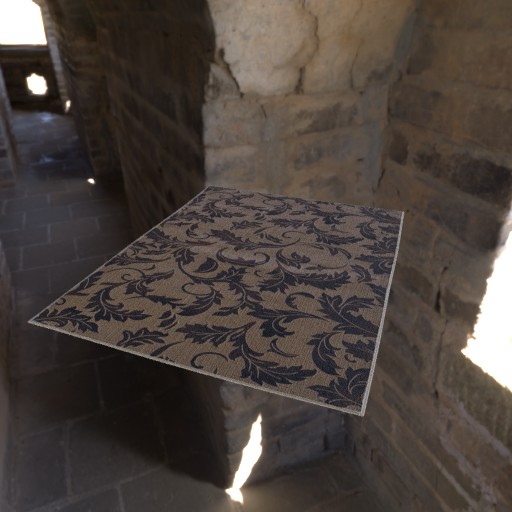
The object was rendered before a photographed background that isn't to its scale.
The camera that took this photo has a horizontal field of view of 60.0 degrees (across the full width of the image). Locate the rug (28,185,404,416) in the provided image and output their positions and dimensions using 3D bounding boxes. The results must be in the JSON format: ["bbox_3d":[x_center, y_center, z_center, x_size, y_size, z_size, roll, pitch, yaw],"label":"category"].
[{"bbox_3d":[0.000,0.000,3.993,2.380,0.008,2.977,10,31,18],"label":"rug"}]
